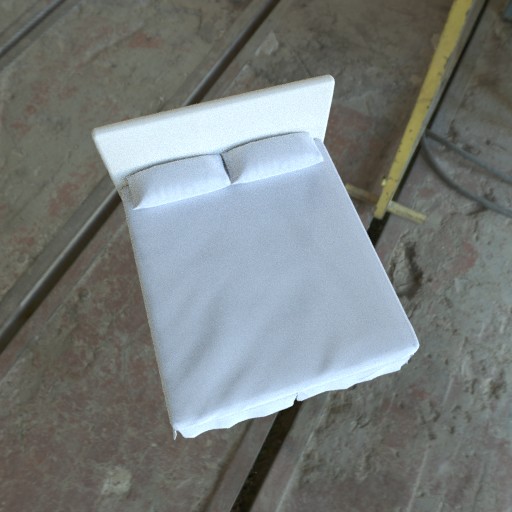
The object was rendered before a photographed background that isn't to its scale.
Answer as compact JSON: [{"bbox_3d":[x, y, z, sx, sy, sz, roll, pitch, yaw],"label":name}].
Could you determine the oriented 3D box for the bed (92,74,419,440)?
[{"bbox_3d":[0.000,0.000,3.703,2.119,1.317,2.341,-16,65,-8],"label":"bed"}]
